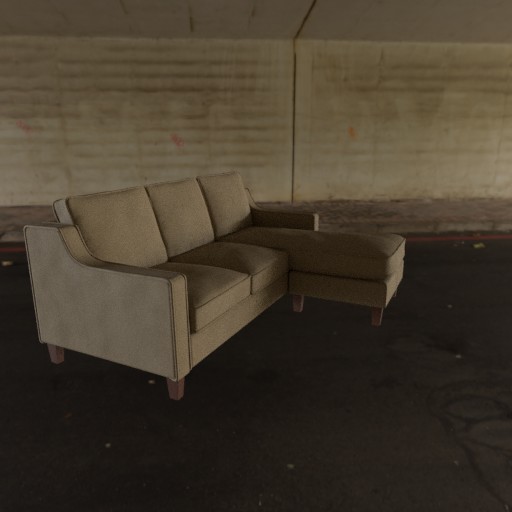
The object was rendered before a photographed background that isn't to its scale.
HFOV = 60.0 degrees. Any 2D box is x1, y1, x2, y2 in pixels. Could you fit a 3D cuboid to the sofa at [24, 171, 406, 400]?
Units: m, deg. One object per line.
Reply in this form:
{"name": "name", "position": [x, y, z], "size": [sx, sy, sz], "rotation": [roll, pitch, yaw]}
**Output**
{"name": "sofa", "position": [0.000, 0.000, 3.245], "size": [1.858, 1.066, 2.317], "rotation": [7, 16, 25]}
